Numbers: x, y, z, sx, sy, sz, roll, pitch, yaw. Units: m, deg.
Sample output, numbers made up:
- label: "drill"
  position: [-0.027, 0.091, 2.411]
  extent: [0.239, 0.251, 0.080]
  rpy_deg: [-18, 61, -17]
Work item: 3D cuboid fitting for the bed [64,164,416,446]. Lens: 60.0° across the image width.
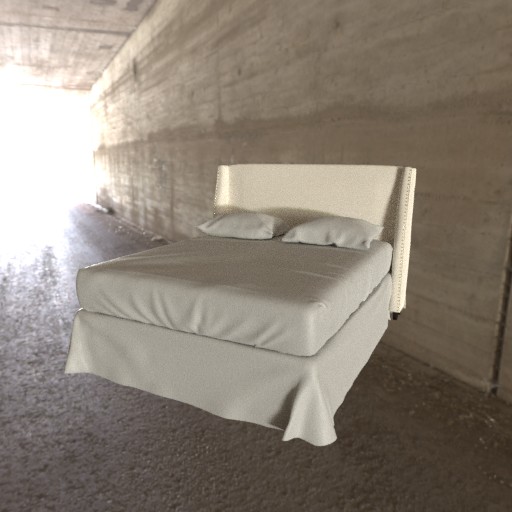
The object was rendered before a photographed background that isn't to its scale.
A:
- label: "bed"
  position: [0.000, 0.000, 3.357]
  extent: [1.925, 1.332, 2.276]
  rpy_deg: [6, 14, 27]
